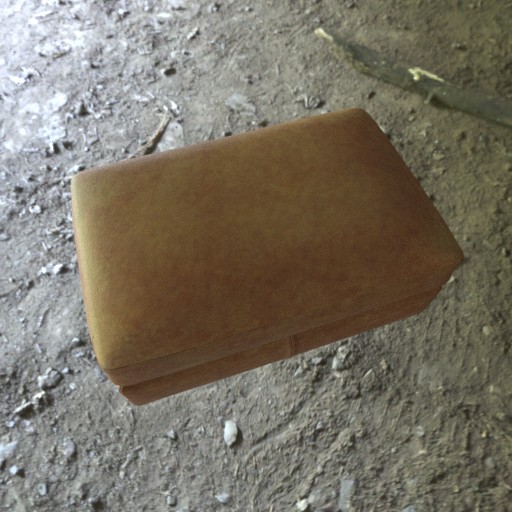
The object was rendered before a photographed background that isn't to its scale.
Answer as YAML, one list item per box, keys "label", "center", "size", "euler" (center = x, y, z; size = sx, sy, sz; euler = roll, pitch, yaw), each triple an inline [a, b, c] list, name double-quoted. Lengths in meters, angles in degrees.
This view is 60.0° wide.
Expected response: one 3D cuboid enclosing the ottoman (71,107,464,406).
- label: "ottoman"
  center: [0.000, 0.000, 1.215]
  size: [0.852, 0.507, 0.565]
  euler: [-16, 60, -10]
